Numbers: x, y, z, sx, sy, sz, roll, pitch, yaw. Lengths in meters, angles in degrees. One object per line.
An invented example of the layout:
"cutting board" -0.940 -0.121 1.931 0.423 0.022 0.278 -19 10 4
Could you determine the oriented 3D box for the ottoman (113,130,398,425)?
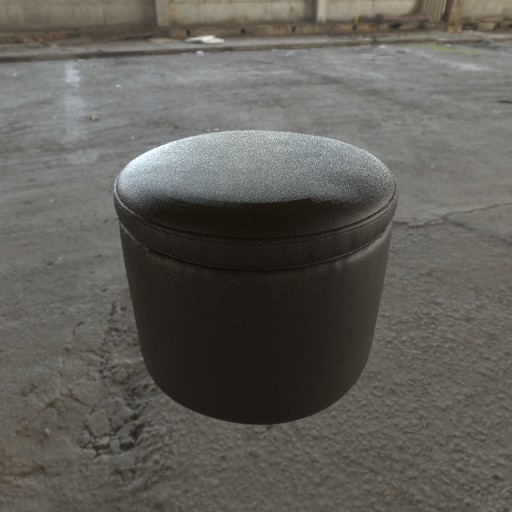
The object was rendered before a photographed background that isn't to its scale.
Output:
"ottoman" 0.000 0.000 0.883 0.500 0.409 0.500 0 31 0
